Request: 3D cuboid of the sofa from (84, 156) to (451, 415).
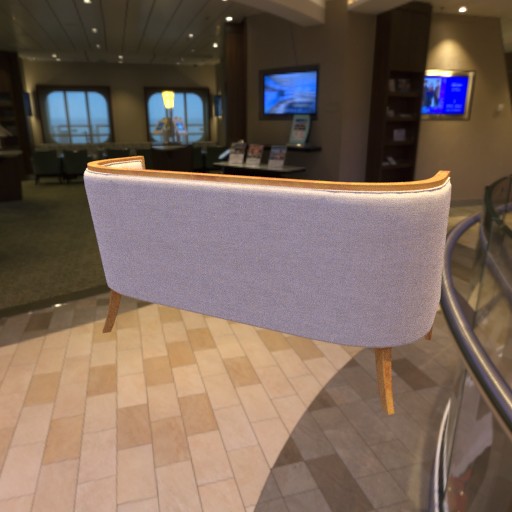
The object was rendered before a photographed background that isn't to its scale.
[{"bbox_3d":[0.000,0.000,1.917,1.474,0.775,0.770,9,19,26],"label":"sofa"}]
